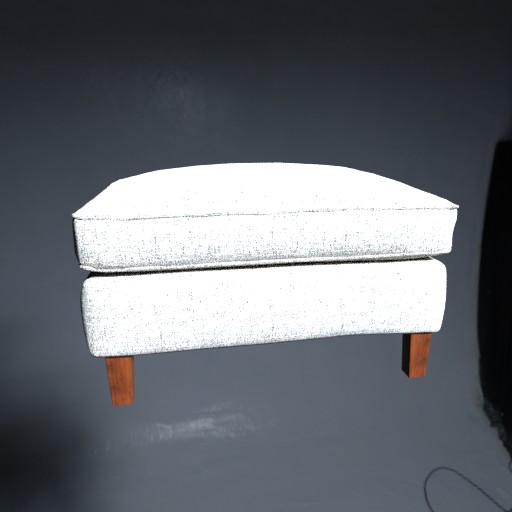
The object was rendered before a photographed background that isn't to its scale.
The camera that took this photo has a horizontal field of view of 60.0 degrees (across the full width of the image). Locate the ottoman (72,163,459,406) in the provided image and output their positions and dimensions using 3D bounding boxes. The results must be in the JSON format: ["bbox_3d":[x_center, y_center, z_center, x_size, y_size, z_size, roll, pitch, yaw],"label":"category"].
[{"bbox_3d":[0.000,0.000,0.997,0.686,0.406,0.508,-3,16,-9],"label":"ottoman"}]
